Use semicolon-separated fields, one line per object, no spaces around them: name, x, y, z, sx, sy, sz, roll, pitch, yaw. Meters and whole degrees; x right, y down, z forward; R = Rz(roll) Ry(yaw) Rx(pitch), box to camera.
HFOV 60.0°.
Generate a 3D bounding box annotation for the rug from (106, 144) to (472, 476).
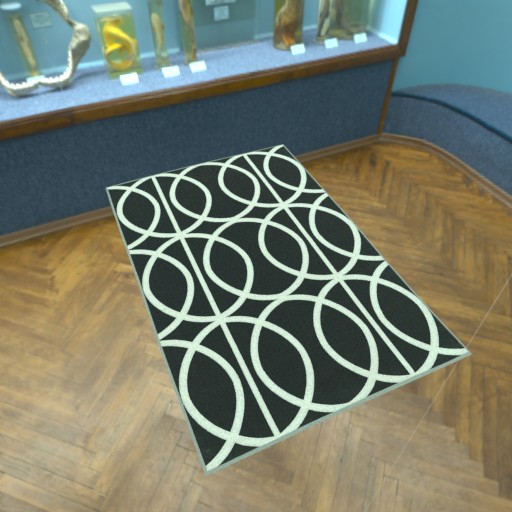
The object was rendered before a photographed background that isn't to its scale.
rug;0.000;0.000;2.891;1.526;0.014;2.290;-18;48;-17
